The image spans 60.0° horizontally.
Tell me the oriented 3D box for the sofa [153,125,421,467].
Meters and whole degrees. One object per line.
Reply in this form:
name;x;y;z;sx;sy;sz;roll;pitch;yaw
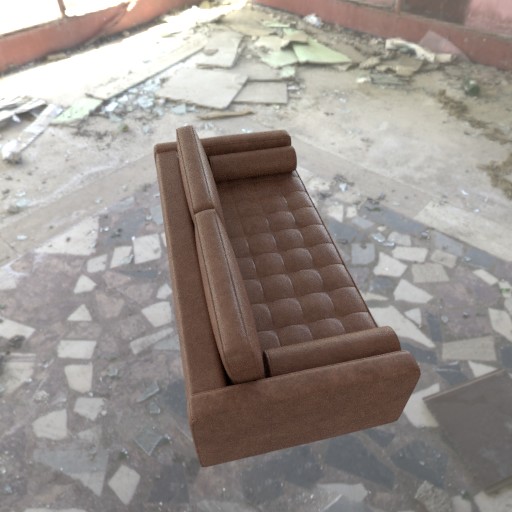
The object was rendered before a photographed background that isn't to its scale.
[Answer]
sofa;0.000;0.000;2.357;0.910;0.760;1.870;-9;46;-9
